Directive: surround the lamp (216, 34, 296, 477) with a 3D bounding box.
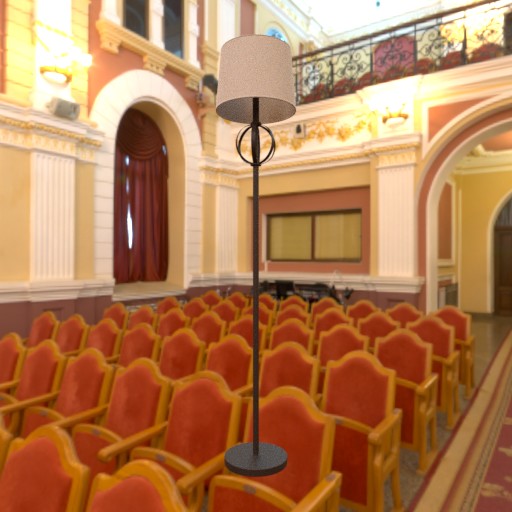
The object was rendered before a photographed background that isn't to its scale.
[{"bbox_3d":[0.000,0.000,1.582,0.286,1.462,0.286,0,-1,35],"label":"lamp"}]
